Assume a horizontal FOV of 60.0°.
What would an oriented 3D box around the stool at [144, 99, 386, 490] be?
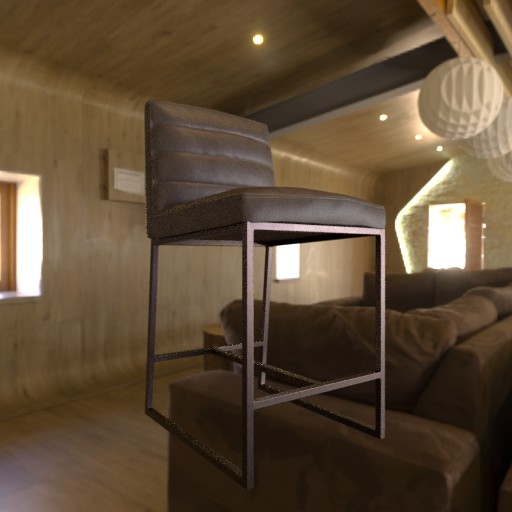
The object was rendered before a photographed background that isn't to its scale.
[{"bbox_3d":[0.000,0.000,1.240,0.463,0.946,0.562,0,0,-36],"label":"stool"}]
